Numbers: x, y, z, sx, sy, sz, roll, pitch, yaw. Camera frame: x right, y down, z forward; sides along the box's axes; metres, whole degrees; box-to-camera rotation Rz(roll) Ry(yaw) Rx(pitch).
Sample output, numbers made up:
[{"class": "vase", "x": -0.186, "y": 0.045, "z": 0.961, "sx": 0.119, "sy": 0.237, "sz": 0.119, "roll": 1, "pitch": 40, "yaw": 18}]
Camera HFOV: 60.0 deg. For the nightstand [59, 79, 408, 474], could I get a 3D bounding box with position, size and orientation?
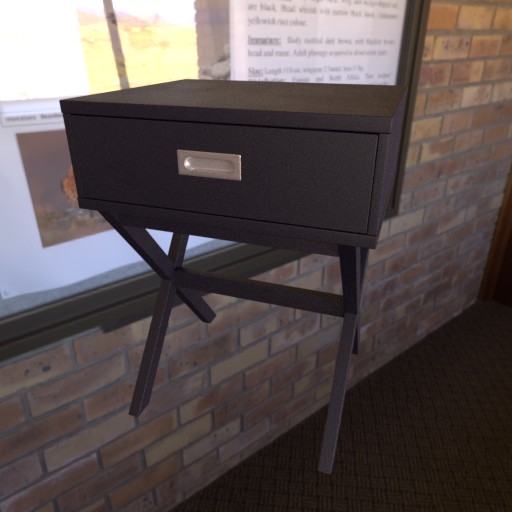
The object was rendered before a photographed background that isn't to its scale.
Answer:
[{"class": "nightstand", "x": 0.000, "y": 0.000, "z": 0.892, "sx": 0.479, "sy": 0.623, "sz": 0.402, "roll": 9, "pitch": 28, "yaw": 17}]
